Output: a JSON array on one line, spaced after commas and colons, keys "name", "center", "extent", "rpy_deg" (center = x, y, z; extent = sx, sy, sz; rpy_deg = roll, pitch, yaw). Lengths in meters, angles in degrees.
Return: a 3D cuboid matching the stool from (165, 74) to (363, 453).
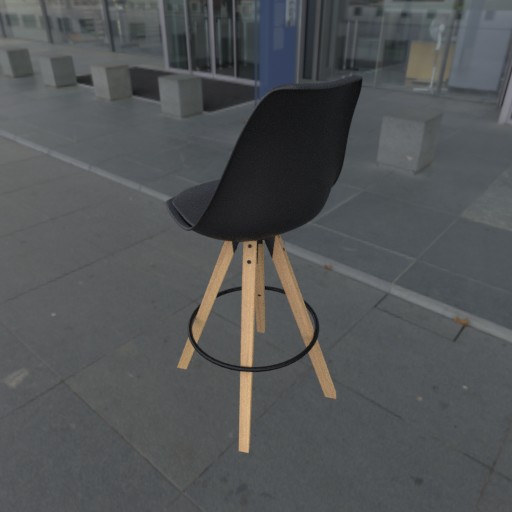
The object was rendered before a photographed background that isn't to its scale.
[{"name": "stool", "center": [0.000, 0.000, 1.393], "extent": [0.485, 1.115, 0.550], "rpy_deg": [-20, 36, -29]}]
